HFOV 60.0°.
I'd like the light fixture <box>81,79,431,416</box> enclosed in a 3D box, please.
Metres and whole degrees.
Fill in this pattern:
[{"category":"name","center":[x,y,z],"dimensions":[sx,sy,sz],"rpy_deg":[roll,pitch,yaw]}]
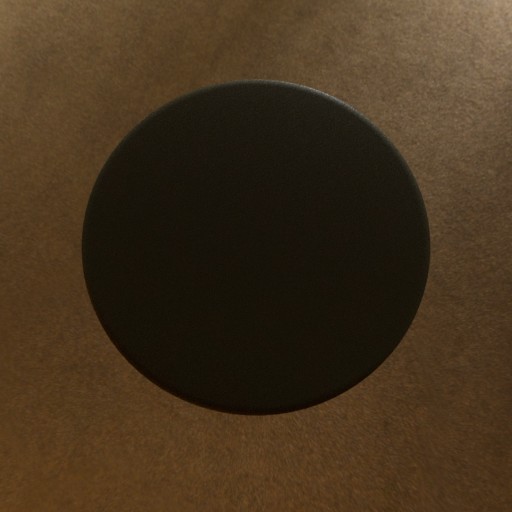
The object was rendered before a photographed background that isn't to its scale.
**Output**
[{"category":"light fixture","center":[0.000,0.000,0.605],"dimensions":[0.389,0.229,0.389],"rpy_deg":[0,76,0]}]
